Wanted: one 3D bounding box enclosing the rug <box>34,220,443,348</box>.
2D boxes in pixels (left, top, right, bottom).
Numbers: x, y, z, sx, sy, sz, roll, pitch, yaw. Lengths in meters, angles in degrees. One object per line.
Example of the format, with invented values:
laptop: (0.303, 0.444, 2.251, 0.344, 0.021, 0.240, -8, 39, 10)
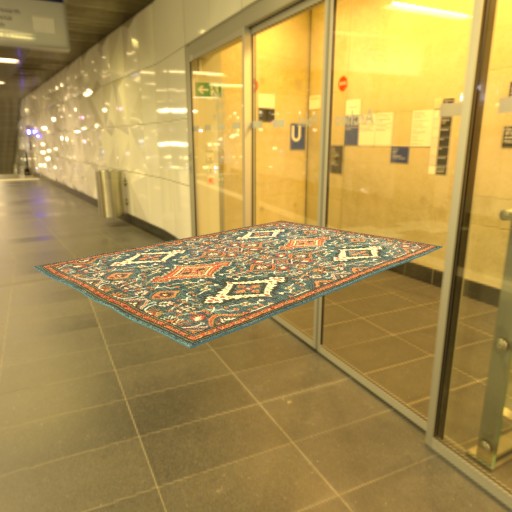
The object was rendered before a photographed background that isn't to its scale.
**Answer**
rug: (0.000, 0.000, 3.039, 1.622, 0.009, 2.373, 14, 20, 43)
